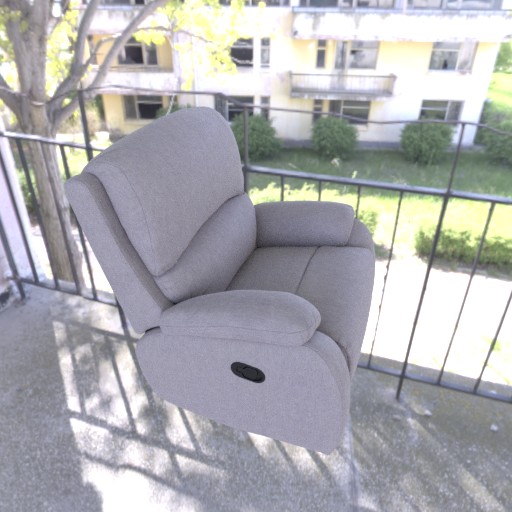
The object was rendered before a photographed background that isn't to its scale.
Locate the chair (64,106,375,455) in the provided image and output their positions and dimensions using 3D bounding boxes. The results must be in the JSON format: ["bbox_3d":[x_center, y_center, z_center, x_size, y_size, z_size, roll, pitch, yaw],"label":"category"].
[{"bbox_3d":[0.000,0.000,1.703,0.899,1.011,0.930,10,32,16],"label":"chair"}]
